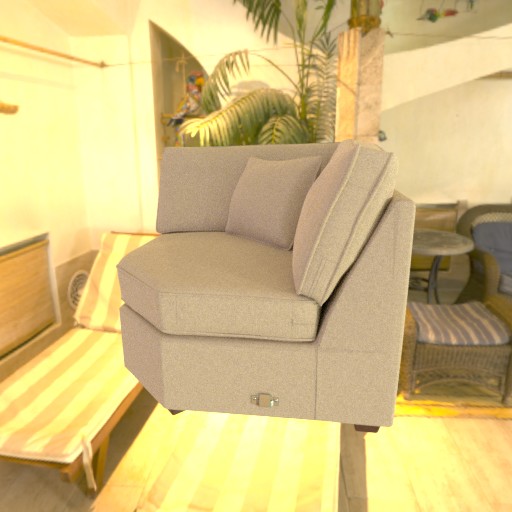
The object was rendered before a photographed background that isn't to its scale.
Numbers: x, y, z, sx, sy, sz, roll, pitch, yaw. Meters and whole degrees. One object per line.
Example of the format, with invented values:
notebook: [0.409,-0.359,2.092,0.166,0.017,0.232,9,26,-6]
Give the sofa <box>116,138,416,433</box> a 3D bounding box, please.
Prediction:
sofa: [0.000,0.000,1.837,1.050,0.937,1.042,3,16,9]
